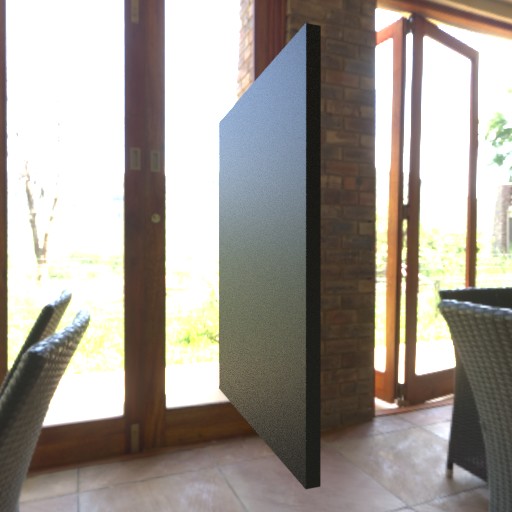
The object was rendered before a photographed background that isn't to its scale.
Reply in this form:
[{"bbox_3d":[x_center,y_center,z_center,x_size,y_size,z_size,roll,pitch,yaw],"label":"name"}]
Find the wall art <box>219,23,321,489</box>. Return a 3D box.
[{"bbox_3d":[0.000,0.000,1.396,0.038,1.062,0.806,0,0,-19],"label":"wall art"}]
